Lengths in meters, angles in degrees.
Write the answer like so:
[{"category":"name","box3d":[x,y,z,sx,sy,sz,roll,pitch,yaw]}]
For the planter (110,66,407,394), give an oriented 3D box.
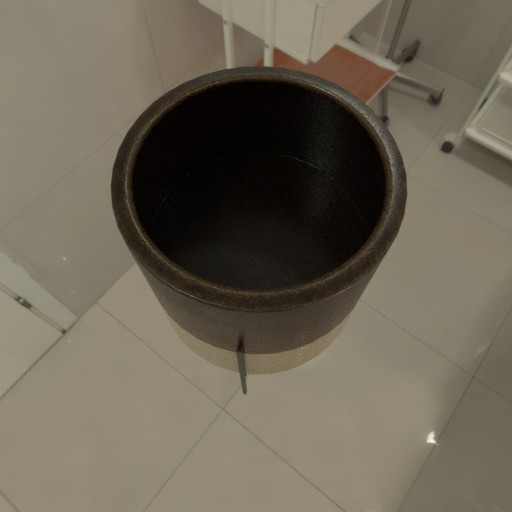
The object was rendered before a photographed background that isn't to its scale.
[{"category":"planter","box3d":[0.000,0.000,0.721,0.354,0.465,0.345,35,69,16]}]
